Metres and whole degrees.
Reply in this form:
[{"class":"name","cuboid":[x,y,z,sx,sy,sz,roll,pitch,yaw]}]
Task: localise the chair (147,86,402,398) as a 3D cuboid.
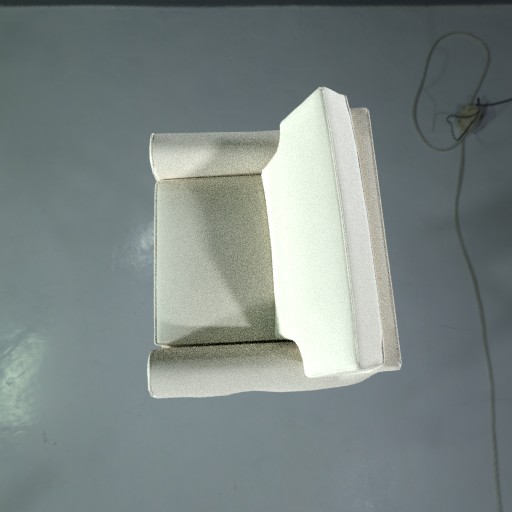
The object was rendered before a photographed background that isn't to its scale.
[{"class":"chair","cuboid":[0.000,0.000,1.854,0.904,0.958,1.099,-3,75,-1]}]
